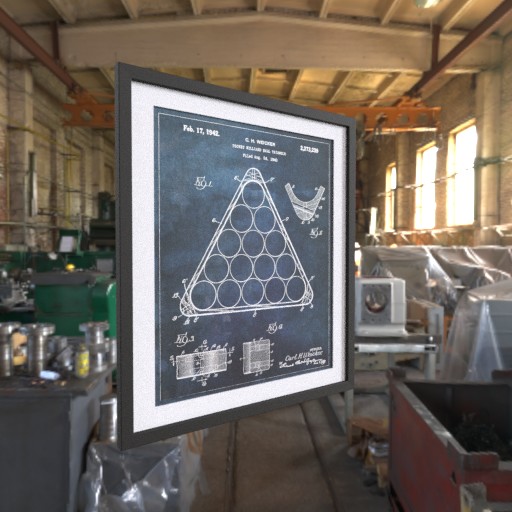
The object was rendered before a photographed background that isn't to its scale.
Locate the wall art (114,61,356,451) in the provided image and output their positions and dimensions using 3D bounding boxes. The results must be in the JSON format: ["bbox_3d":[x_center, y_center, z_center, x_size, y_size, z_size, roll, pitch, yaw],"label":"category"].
[{"bbox_3d":[0.000,0.000,1.208,0.755,0.863,0.028,-1,2,-35],"label":"wall art"}]
